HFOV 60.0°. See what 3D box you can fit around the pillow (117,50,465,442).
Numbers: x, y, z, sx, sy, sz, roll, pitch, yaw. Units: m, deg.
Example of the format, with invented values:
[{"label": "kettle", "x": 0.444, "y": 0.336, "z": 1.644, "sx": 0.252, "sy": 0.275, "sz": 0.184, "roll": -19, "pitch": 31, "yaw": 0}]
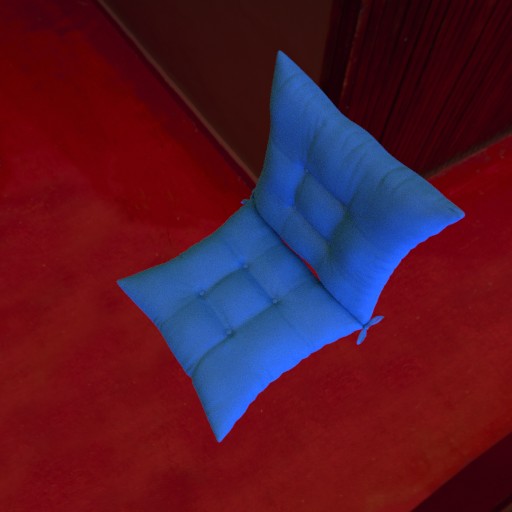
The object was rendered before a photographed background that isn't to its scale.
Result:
[{"label": "pillow", "x": 0.000, "y": 0.000, "z": 1.001, "sx": 0.585, "sy": 0.536, "sz": 0.541, "roll": -33, "pitch": 68, "yaw": -15}]
